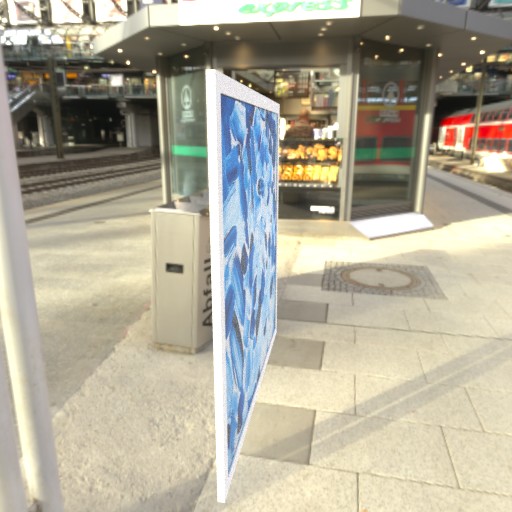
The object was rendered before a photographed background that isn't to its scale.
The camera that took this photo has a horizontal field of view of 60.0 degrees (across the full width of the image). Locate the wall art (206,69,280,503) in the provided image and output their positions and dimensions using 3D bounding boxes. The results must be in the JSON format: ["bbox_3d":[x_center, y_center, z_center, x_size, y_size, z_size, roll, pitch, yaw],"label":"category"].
[{"bbox_3d":[0.000,0.000,1.174,0.015,0.812,0.812,3,15,10],"label":"wall art"}]
